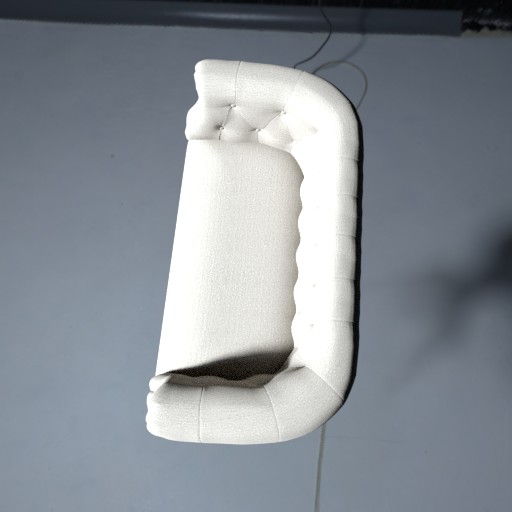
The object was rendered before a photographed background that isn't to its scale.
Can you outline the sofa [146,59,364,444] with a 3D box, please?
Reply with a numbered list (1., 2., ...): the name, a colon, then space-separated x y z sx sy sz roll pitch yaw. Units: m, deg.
1. sofa: 0.000 0.000 2.063 0.835 0.827 1.558 5 75 1
